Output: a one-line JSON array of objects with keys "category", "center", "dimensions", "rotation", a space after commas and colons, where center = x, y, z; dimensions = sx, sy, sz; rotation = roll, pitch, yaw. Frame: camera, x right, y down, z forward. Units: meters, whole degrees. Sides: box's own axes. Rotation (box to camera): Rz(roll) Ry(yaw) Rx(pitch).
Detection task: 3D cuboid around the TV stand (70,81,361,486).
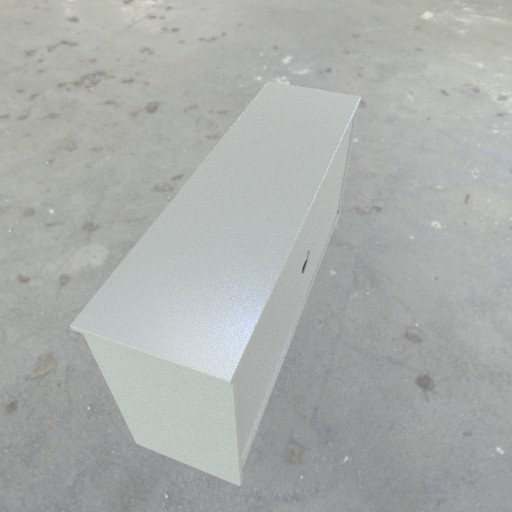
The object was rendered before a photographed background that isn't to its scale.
[{"category": "TV stand", "center": [0.000, 0.000, 1.425], "dimensions": [0.344, 0.603, 1.167], "rotation": [15, 48, 14]}]
